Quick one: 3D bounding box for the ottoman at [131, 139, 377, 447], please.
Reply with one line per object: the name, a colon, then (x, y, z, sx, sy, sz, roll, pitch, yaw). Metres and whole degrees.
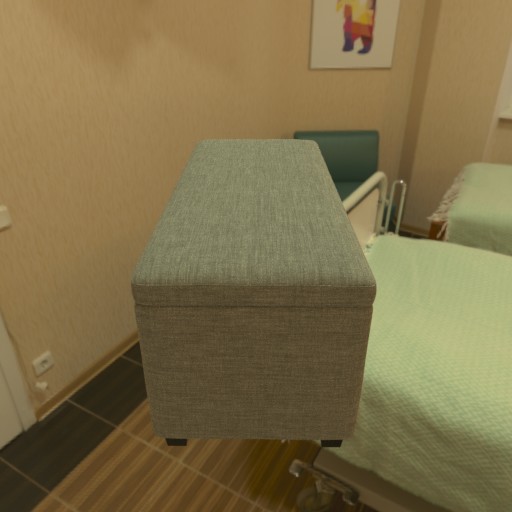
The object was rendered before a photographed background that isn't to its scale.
ottoman: (0.000, 0.000, 1.175, 0.419, 0.432, 0.902, 0, 29, 1)
